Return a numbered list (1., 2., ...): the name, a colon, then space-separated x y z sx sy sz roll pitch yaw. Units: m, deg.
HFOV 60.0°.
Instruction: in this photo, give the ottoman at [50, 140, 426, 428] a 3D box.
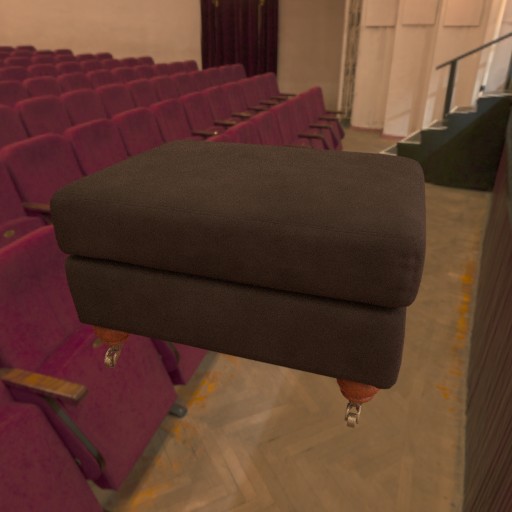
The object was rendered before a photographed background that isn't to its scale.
1. ottoman: 0.000 0.000 1.138 0.773 0.497 0.574 8 28 16
